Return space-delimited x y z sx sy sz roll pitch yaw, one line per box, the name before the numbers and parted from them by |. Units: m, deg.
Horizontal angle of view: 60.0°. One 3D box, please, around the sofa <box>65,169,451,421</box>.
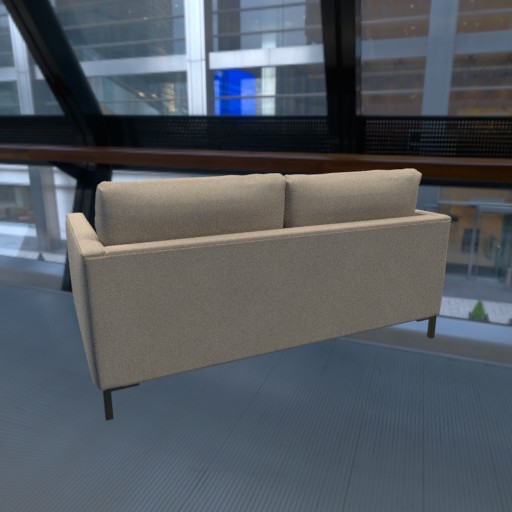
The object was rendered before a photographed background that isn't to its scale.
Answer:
sofa | 0.000 0.000 2.182 1.682 0.840 0.875 -7 16 -25
